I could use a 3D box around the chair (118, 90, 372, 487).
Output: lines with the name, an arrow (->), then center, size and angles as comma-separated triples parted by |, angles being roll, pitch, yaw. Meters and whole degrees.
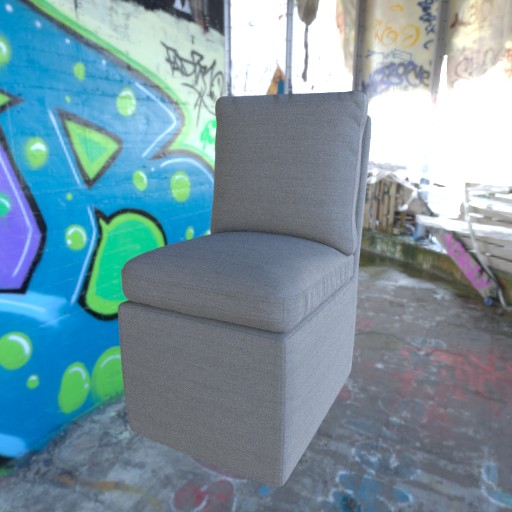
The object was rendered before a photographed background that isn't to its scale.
chair -> 0.000, 0.000, 1.299 | 0.503, 0.927, 0.698 | 8, 17, 26
